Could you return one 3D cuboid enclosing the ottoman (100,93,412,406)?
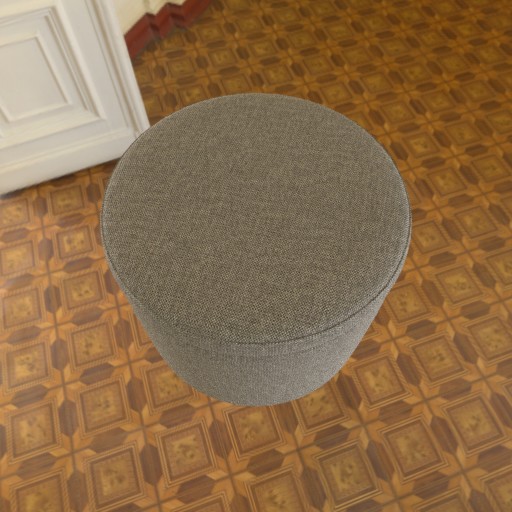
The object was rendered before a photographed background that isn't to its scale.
[{"bbox_3d":[0.000,0.000,0.902,0.520,0.430,0.520,0,60,0],"label":"ottoman"}]
